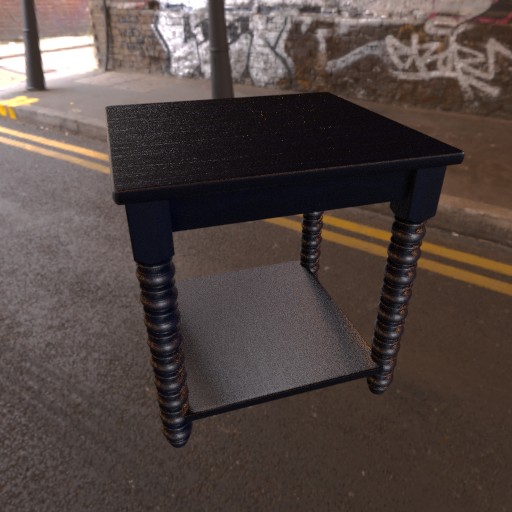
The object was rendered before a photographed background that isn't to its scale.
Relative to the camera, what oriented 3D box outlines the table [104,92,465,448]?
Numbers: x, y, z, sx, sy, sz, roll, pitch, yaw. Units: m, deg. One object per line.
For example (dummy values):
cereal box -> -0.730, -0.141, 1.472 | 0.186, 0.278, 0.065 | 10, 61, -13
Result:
table -> 0.000, 0.000, 0.968 | 0.533, 0.567, 0.500 | -9, 32, -15
